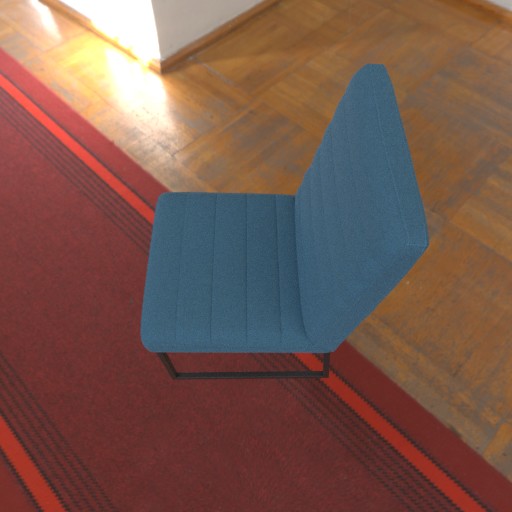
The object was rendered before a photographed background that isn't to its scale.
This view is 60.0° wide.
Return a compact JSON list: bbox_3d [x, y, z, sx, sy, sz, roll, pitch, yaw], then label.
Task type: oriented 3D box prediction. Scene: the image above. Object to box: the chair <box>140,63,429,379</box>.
[{"bbox_3d":[0.000,0.000,1.291,0.634,0.930,0.520,-1,59,0],"label":"chair"}]
